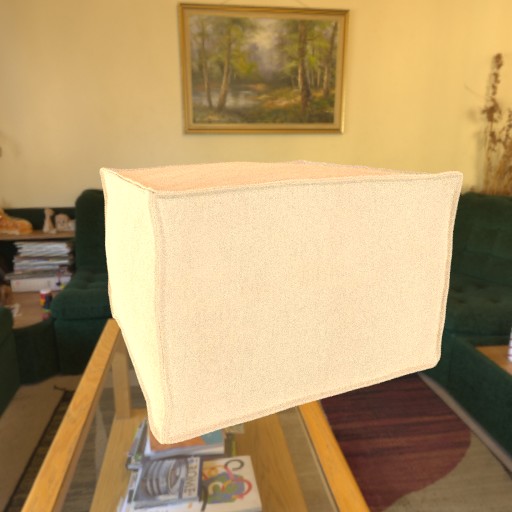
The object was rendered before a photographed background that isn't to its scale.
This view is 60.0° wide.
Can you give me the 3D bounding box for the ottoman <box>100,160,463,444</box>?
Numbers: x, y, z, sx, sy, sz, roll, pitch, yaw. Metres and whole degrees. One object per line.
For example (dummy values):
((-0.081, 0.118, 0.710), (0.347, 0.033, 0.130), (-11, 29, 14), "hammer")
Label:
((0.000, 0.000, 1.143), (0.707, 0.470, 0.696), (-7, 17, -25), "ottoman")
